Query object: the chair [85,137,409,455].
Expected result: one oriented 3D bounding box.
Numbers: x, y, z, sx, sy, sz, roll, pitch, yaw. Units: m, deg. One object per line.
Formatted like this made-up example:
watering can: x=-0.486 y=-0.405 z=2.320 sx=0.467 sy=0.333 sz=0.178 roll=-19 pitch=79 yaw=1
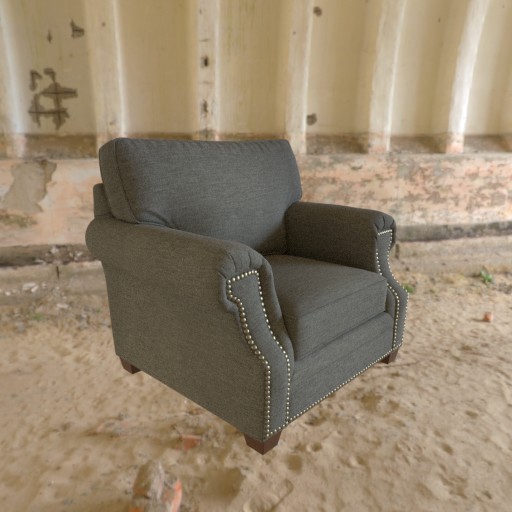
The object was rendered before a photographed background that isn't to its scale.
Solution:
chair: x=0.000 y=0.000 z=1.856 sx=0.965 sy=0.961 sz=1.092 roll=13 pitch=19 yaw=42
